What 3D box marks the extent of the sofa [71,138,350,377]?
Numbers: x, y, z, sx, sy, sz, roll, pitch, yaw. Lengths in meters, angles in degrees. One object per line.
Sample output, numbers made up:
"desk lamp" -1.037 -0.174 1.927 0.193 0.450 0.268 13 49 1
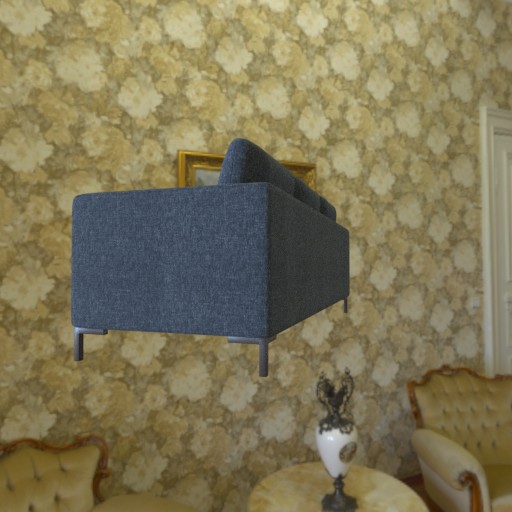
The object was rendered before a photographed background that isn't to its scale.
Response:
"sofa" 0.000 0.000 2.681 0.859 0.874 2.218 0 -1 19
